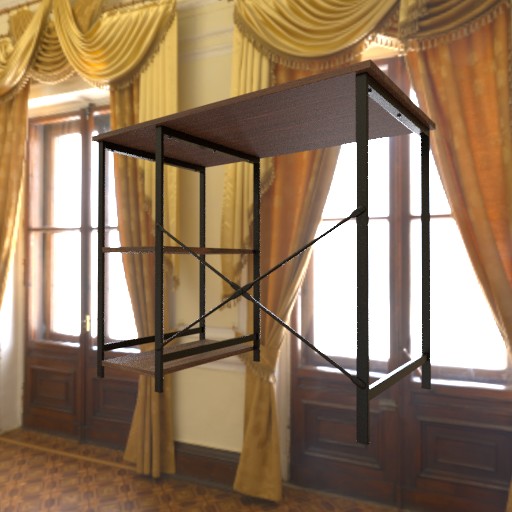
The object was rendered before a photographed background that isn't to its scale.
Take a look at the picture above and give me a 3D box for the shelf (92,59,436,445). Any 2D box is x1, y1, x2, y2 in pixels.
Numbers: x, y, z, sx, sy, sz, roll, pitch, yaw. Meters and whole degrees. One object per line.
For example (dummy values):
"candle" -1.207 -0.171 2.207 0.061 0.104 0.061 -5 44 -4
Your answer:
"shelf" 0.000 0.000 1.317 0.902 0.750 0.498 -1 -1 36
